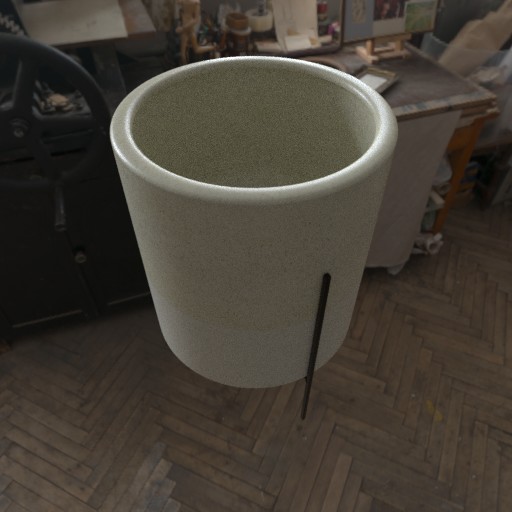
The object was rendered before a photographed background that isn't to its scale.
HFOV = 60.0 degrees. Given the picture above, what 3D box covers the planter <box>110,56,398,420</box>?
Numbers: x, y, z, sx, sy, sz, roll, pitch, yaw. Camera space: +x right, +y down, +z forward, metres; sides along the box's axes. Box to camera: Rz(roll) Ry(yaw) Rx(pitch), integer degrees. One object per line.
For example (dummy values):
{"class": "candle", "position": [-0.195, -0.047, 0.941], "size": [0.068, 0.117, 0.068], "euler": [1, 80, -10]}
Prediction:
{"class": "planter", "position": [0.000, 0.000, 0.682], "size": [0.324, 0.483, 0.333], "euler": [23, 50, 21]}
